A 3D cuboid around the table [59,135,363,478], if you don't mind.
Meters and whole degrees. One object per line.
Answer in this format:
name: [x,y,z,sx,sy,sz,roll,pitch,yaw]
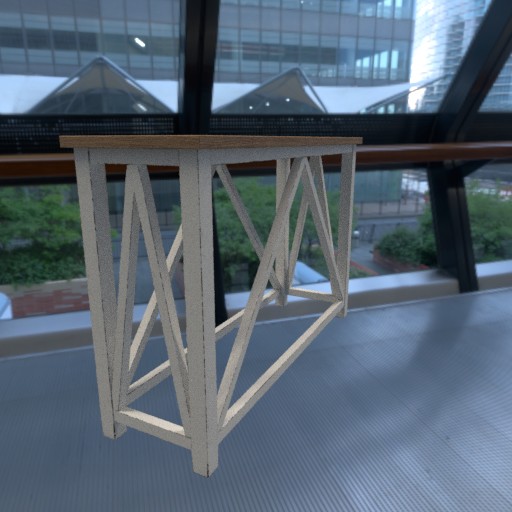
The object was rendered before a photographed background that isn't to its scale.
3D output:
table: [0.000,0.000,1.795,0.450,0.930,1.400,8,17,27]
